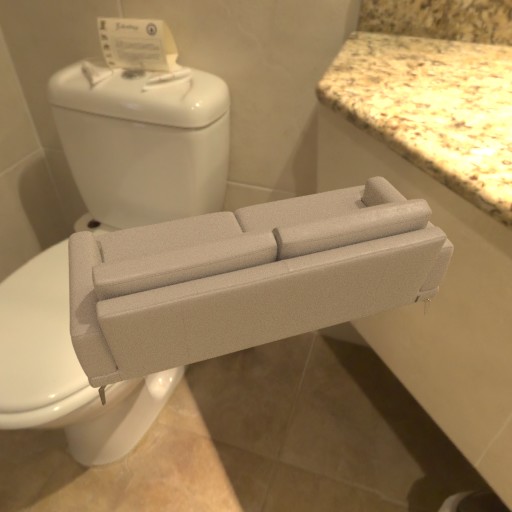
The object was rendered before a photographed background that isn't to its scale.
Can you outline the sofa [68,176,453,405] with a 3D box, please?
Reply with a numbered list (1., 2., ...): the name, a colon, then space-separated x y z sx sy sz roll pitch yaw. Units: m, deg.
1. sofa: 0.000 0.000 2.467 1.940 0.765 0.974 -12 43 -14
